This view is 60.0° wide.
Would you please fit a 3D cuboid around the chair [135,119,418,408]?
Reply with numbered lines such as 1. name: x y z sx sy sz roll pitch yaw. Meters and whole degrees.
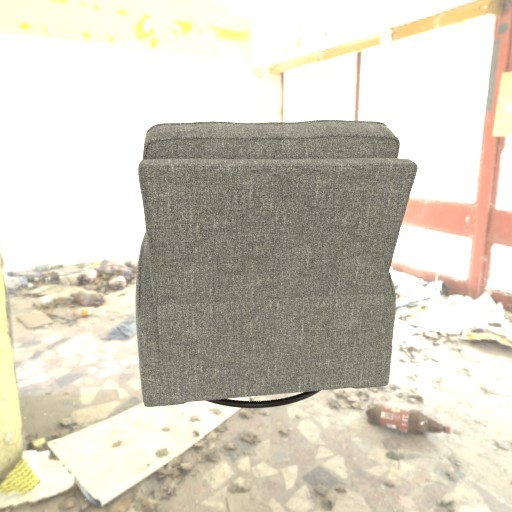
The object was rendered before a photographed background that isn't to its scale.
1. chair: 0.000 0.000 1.681 0.861 0.962 0.964 -2 14 -9
